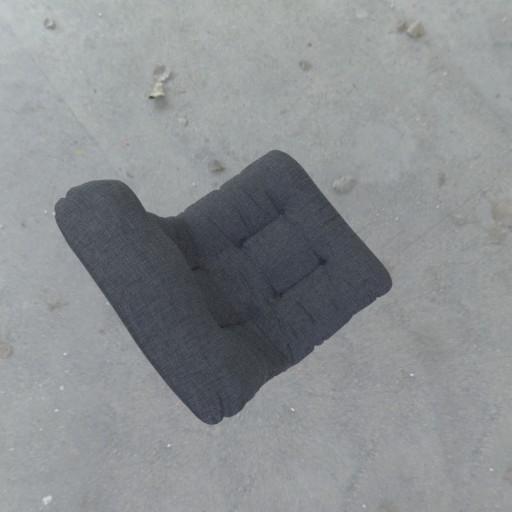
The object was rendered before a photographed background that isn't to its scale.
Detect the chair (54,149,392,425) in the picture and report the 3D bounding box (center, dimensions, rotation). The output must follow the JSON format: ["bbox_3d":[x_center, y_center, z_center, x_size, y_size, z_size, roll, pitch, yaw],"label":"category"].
[{"bbox_3d":[0.000,0.000,1.210,0.668,0.749,0.597,-36,78,-9],"label":"chair"}]
